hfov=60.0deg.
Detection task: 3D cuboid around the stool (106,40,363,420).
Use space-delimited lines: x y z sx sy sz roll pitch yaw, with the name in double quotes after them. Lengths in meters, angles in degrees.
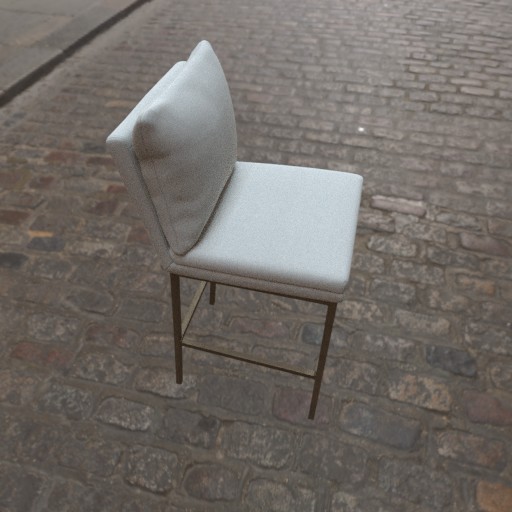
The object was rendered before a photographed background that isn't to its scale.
0.000 0.000 1.397 0.572 1.125 0.463 10 46 10 "stool"
